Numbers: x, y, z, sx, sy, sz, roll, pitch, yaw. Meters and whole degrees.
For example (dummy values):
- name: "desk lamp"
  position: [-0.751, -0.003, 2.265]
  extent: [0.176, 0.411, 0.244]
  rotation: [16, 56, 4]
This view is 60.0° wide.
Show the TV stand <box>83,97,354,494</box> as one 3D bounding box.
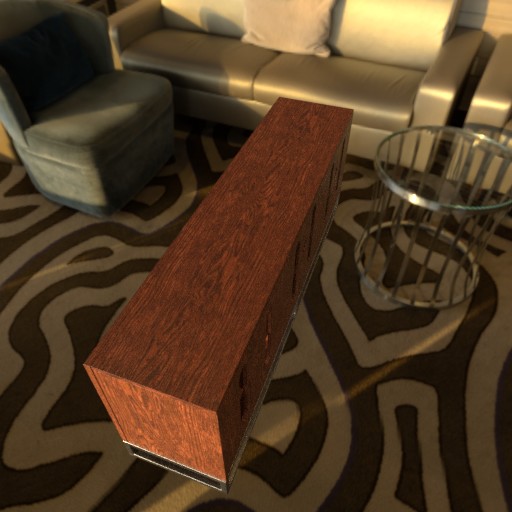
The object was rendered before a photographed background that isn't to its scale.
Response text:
- name: "TV stand"
  position: [0.000, 0.000, 1.766]
  extent: [0.382, 0.578, 1.541]
  rotation: [15, 47, 14]
